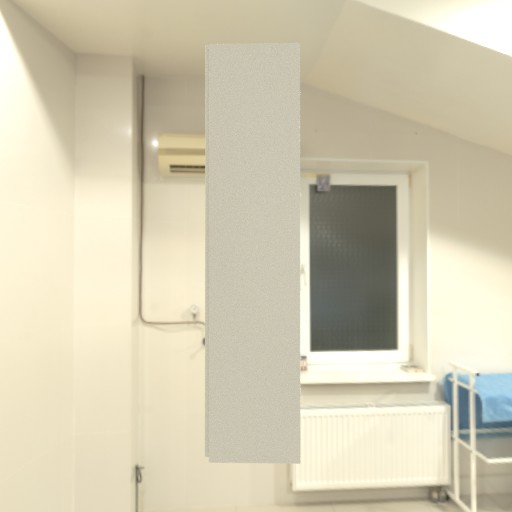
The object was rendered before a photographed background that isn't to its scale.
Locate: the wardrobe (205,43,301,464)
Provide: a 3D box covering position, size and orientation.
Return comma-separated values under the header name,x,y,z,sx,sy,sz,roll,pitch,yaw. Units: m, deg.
name,x,y,z,sx,sy,sz,roll,pitch,yaw
wardrobe,0.000,0.000,3.992,0.580,2.360,3.000,0,-1,2
